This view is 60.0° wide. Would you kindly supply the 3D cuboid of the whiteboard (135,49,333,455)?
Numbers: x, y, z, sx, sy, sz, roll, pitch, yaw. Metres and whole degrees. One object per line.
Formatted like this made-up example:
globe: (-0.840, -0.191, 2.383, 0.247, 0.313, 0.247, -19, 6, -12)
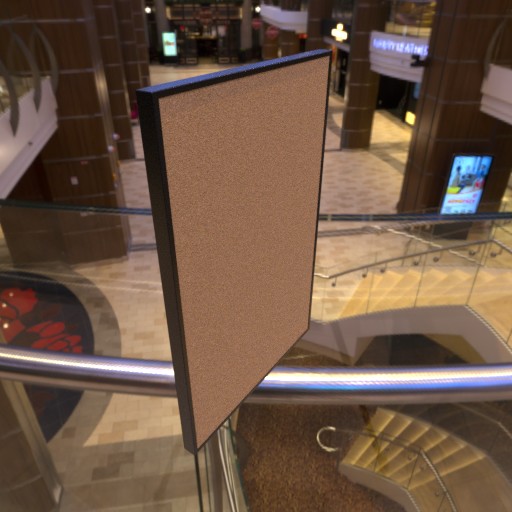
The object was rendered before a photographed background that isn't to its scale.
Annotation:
whiteboard: (0.000, 0.000, 0.763, 0.026, 0.611, 0.406, 20, 37, 29)
